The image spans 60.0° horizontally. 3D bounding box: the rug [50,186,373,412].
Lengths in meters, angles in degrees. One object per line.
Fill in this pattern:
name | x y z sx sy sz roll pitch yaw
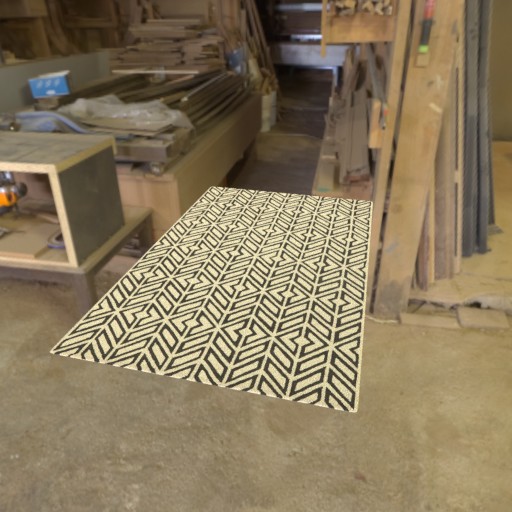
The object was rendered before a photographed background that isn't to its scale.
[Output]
rug | 0.000 0.000 3.086 1.523 0.008 2.438 7 30 13
